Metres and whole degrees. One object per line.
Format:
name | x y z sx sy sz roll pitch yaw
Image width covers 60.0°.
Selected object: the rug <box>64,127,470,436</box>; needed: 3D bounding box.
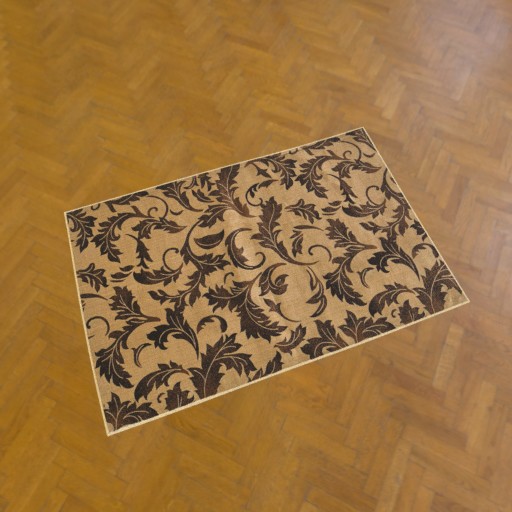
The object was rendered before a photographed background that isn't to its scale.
rug | 0.000 0.000 2.893 2.284 0.008 1.522 -18 65 -9
